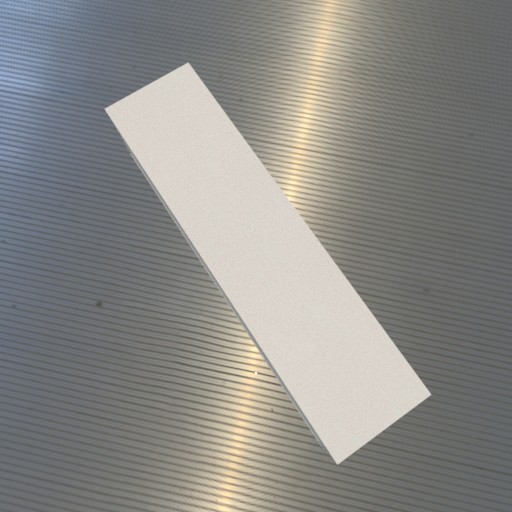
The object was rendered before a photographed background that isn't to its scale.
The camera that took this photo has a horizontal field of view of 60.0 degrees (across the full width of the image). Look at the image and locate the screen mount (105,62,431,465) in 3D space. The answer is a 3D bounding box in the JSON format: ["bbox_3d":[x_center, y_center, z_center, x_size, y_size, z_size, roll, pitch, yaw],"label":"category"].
[{"bbox_3d":[0.000,0.000,1.915,0.418,0.520,1.600,-33,78,-8],"label":"screen mount"}]
